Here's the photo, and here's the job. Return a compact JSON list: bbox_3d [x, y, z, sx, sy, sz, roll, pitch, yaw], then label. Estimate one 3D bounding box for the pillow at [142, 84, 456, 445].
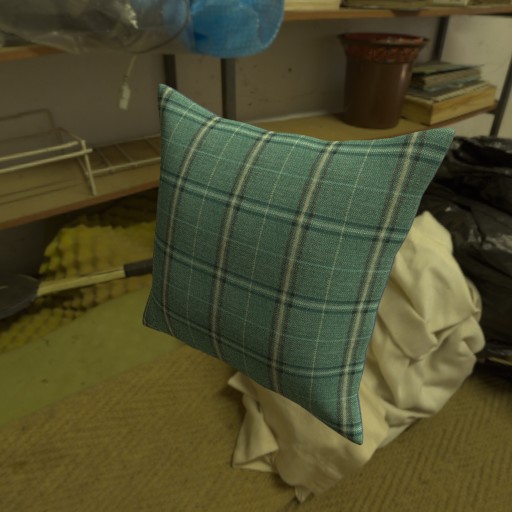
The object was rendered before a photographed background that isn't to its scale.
[{"bbox_3d":[0.000,0.000,0.668,0.453,0.430,0.200,20,37,29],"label":"pillow"}]
